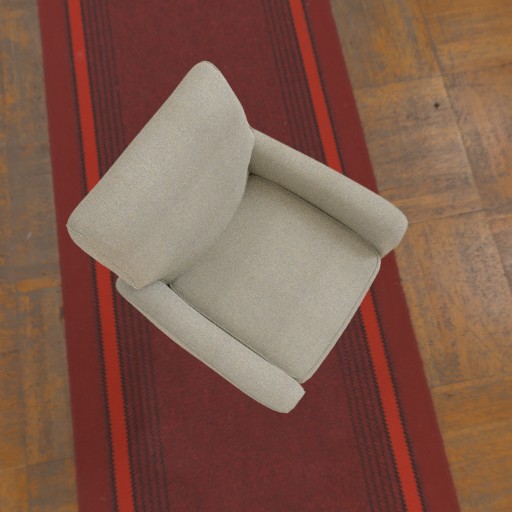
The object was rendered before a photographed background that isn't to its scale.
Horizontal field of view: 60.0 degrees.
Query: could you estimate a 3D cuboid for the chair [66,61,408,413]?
[{"bbox_3d":[0.000,0.000,1.646,0.853,1.006,0.850,34,79,8],"label":"chair"}]
